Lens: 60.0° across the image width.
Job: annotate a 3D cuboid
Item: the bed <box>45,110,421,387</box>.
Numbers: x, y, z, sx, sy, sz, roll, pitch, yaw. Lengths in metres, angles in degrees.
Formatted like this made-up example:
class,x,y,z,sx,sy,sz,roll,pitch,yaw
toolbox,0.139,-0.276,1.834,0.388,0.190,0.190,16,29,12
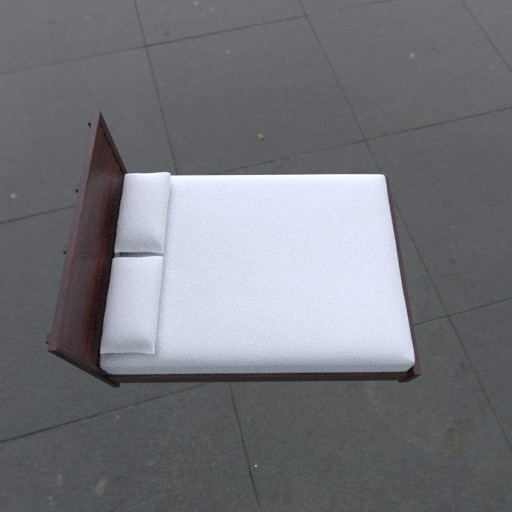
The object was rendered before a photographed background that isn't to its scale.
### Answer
class,x,y,z,sx,sy,sz,roll,pitch,yaw
bed,0.000,0.000,3.985,2.803,1.492,2.040,0,65,0
